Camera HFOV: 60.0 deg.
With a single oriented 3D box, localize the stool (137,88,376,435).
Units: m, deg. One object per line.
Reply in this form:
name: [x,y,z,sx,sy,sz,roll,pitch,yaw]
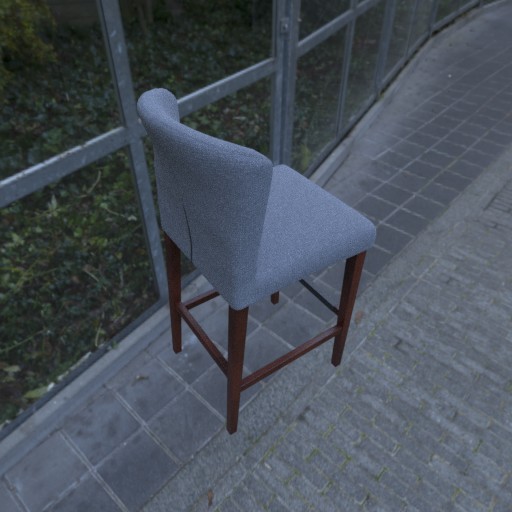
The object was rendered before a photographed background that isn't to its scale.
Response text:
stool: [0.000,0.000,1.425,0.568,1.069,0.486,-24,46,-26]
